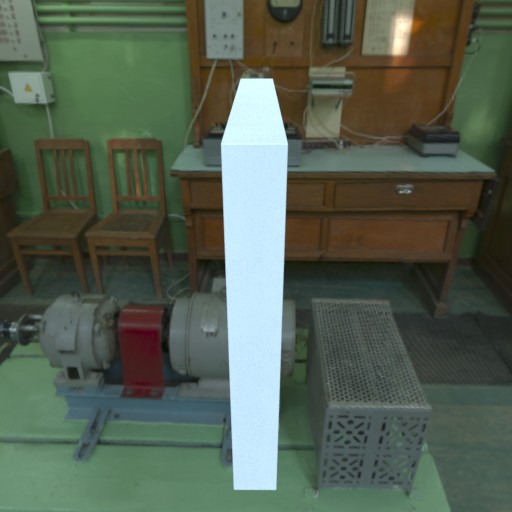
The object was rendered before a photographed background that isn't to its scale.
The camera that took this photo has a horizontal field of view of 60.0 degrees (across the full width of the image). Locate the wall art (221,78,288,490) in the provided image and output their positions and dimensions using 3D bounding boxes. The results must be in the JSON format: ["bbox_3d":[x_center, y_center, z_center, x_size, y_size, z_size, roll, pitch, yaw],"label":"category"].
[{"bbox_3d":[0.000,0.000,0.453,0.038,0.305,0.305,0,28,0],"label":"wall art"}]
